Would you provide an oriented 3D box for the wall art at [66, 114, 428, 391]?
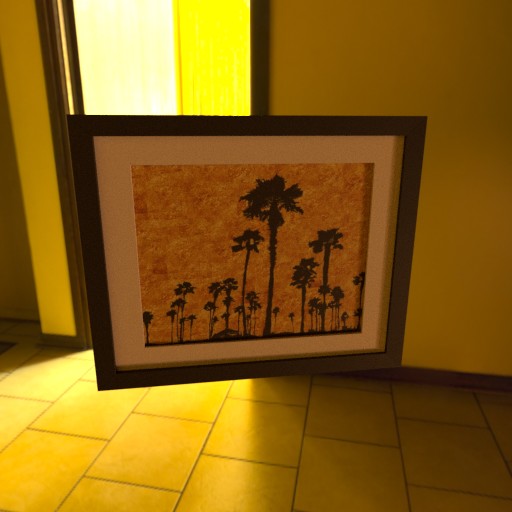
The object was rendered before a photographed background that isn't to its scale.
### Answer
[{"bbox_3d":[0.000,0.000,0.759,0.561,0.460,0.028,-2,17,-8],"label":"wall art"}]
